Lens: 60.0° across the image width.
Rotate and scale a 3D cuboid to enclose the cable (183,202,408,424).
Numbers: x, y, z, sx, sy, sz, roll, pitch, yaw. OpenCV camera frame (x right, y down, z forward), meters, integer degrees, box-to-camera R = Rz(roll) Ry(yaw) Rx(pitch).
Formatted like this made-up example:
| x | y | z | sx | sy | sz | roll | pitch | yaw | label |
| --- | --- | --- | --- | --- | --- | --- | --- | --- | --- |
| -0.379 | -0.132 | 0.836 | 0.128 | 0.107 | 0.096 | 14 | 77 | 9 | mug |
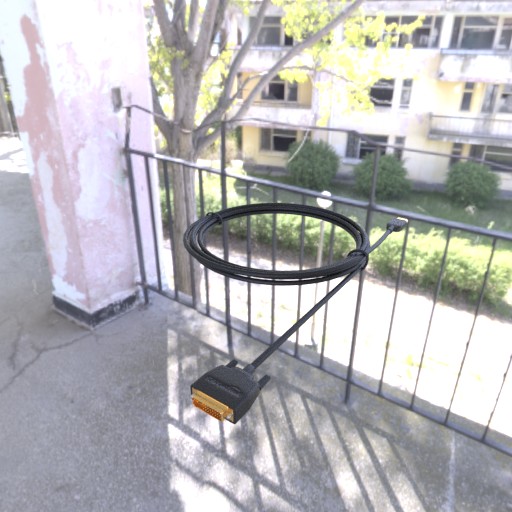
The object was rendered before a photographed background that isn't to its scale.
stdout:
| x | y | z | sx | sy | sz | roll | pitch | yaw | label |
| --- | --- | --- | --- | --- | --- | --- | --- | --- | --- |
| 0.000 | 0.000 | 0.524 | 0.257 | 0.030 | 0.422 | 17 | 31 | 31 | cable |
